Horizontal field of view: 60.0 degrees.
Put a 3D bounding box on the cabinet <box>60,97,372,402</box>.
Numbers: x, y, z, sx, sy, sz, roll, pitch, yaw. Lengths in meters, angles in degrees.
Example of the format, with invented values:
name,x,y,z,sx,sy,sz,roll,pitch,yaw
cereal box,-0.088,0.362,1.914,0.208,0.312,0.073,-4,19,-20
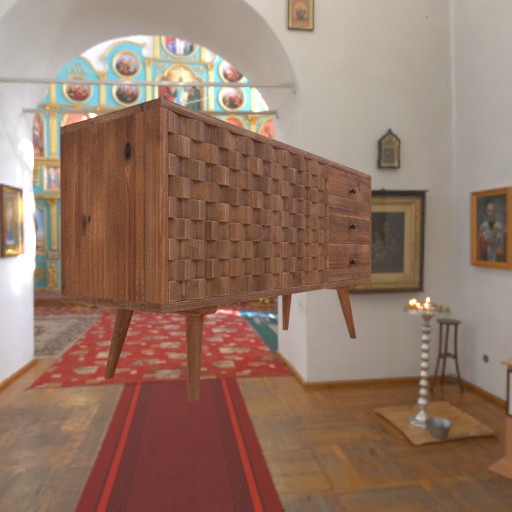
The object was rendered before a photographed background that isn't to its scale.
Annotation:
name,x,y,z,sx,sy,sz,roll,pitch,yaw
cabinet,0.000,0.000,1.791,0.472,0.800,1.400,0,1,36
